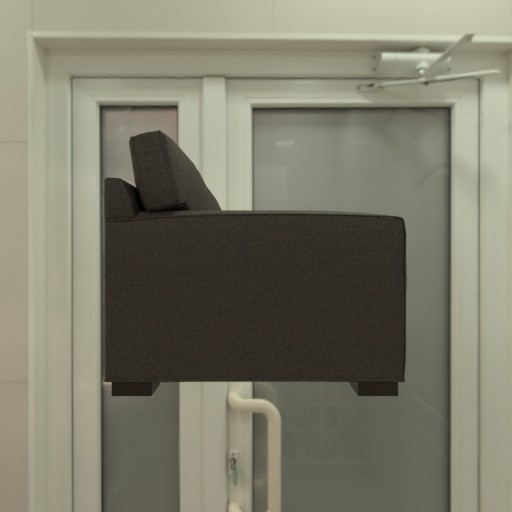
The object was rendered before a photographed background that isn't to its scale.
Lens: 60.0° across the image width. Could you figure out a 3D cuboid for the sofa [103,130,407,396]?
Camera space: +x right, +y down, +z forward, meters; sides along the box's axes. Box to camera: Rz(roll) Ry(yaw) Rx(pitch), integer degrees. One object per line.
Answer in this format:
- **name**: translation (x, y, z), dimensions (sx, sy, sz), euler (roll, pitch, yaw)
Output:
- **sofa**: translation (0.000, 0.000, 2.163), dimensions (0.974, 0.887, 1.534), euler (0, 0, 0)
